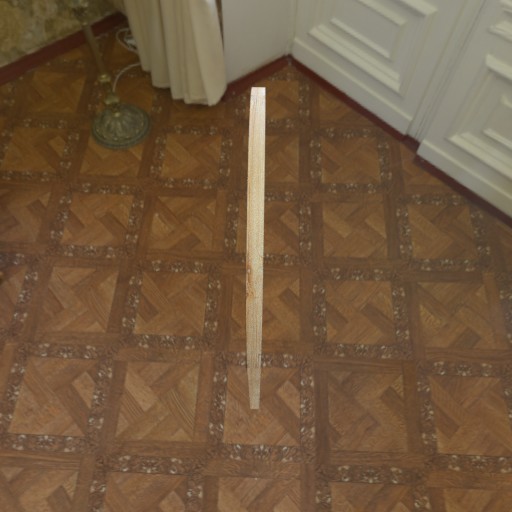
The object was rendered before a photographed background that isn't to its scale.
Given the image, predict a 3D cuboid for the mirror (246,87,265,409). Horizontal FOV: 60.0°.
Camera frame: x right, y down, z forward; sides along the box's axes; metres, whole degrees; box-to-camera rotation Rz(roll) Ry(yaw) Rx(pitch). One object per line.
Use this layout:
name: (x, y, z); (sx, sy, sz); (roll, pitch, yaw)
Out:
mirror: (0.000, 0.000, 1.191); (0.032, 0.920, 0.660); (1, 63, 0)
